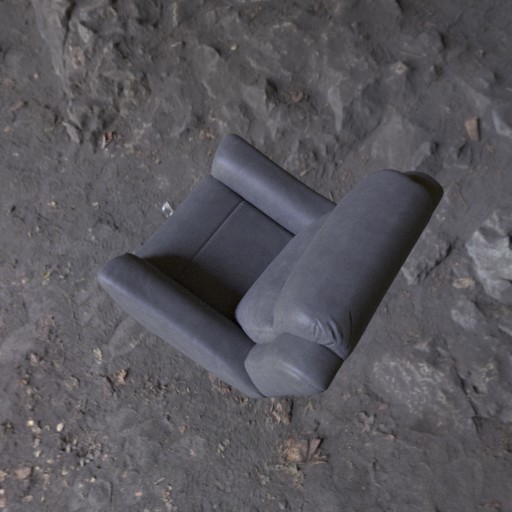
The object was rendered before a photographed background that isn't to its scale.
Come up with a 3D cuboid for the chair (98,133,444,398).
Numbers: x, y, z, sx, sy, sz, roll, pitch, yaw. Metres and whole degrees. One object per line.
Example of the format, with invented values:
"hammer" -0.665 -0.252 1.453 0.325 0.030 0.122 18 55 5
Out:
"chair" 0.000 0.000 1.918 1.068 1.116 0.967 32 67 15
